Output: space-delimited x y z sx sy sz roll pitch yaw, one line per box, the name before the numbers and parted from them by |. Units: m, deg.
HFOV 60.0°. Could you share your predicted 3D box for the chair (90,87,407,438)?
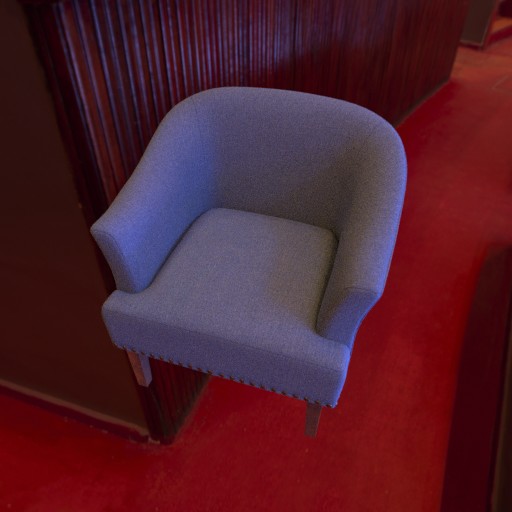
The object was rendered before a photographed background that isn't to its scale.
chair | 0.000 0.000 1.408 0.798 0.815 0.704 12 42 14
